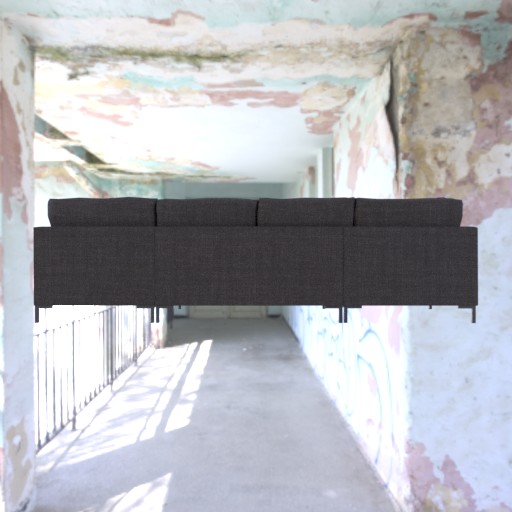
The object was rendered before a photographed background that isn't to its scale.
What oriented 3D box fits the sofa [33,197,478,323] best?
[{"bbox_3d":[0.000,0.000,4.351,3.423,0.999,2.048,0,1,0],"label":"sofa"}]
